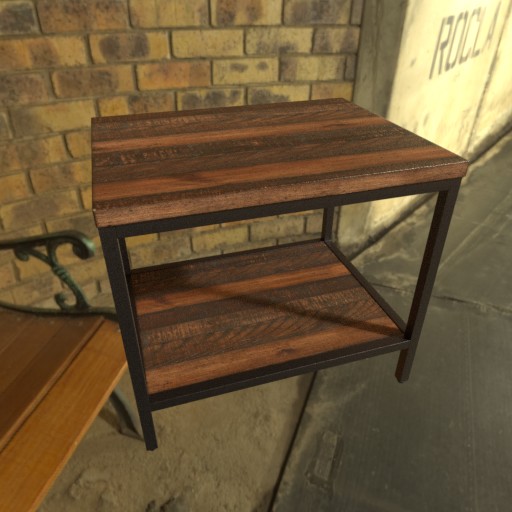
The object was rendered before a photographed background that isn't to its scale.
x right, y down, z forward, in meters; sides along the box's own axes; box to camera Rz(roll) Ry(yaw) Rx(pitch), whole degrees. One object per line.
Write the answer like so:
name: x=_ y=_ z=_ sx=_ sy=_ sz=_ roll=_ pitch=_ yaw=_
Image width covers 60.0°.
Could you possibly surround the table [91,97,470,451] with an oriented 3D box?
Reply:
table: x=0.000 y=0.000 z=1.120 sx=0.678 sy=0.612 sz=0.524 roll=-10 pitch=34 yaw=-15
